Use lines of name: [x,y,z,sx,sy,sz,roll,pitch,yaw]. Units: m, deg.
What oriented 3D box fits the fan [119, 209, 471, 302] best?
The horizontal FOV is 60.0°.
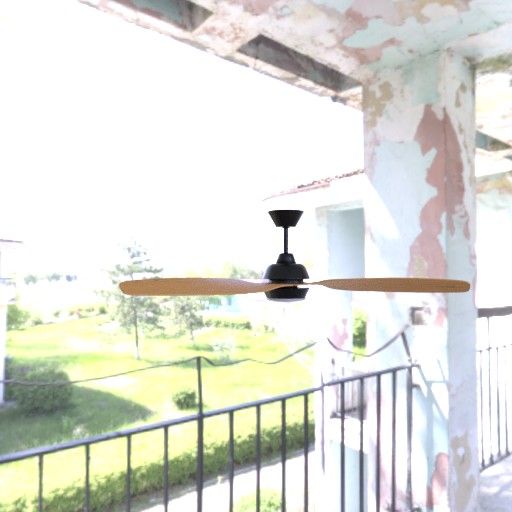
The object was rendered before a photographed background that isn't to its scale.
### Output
fan: [0.000,0.000,1.646,1.010,0.355,1.142,1,-2,-37]
